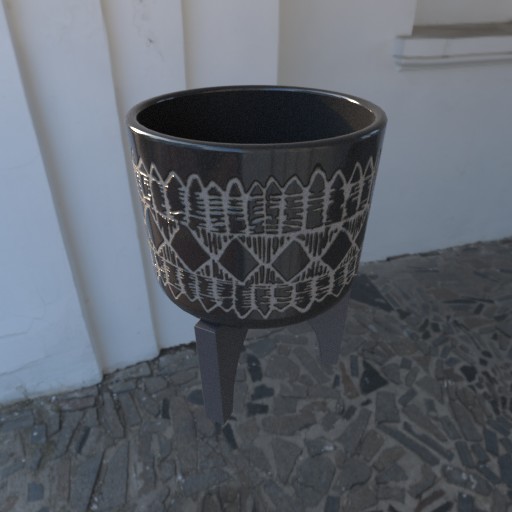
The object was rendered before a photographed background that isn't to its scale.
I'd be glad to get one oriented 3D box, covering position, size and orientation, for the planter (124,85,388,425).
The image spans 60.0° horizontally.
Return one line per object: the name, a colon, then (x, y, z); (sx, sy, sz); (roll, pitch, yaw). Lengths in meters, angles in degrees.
planter: (0.000, 0.000, 0.407); (0.196, 0.264, 0.196); (-2, 31, -3)
